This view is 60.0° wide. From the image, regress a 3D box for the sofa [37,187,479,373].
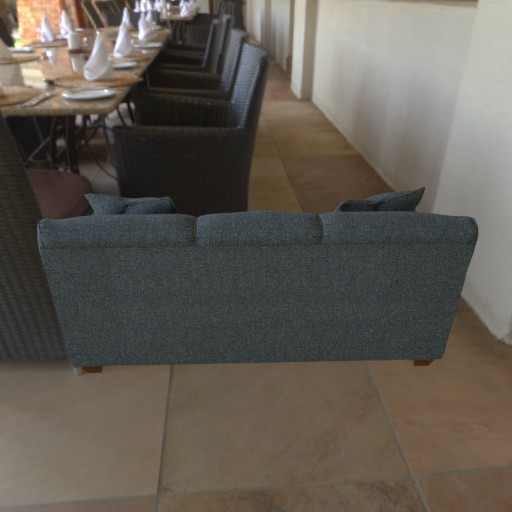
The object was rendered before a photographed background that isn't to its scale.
[{"bbox_3d":[0.000,0.000,2.607,2.024,0.958,0.997,-1,31,-1],"label":"sofa"}]
